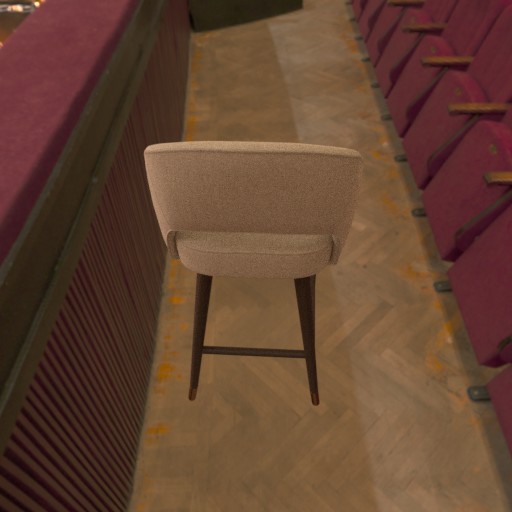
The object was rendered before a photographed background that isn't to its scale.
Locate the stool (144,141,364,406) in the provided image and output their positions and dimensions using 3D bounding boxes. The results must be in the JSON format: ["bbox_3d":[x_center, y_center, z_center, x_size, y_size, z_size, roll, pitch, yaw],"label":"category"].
[{"bbox_3d":[0.000,0.000,1.289,0.494,1.037,0.509,2,46,2],"label":"stool"}]
